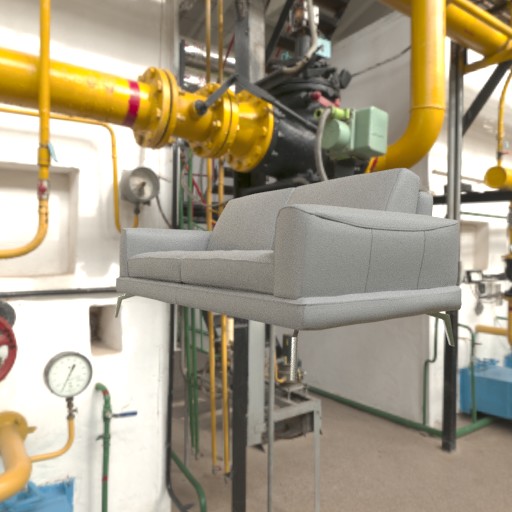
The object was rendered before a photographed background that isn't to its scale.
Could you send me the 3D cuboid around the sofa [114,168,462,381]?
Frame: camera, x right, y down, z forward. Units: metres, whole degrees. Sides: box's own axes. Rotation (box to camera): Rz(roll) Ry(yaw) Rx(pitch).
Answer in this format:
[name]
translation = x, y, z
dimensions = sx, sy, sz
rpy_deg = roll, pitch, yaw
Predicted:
[sofa]
translation = 0.000, 0.000, 2.779
dimensions = 1.121, 0.930, 2.177
rpy_deg = 0, 0, -35
